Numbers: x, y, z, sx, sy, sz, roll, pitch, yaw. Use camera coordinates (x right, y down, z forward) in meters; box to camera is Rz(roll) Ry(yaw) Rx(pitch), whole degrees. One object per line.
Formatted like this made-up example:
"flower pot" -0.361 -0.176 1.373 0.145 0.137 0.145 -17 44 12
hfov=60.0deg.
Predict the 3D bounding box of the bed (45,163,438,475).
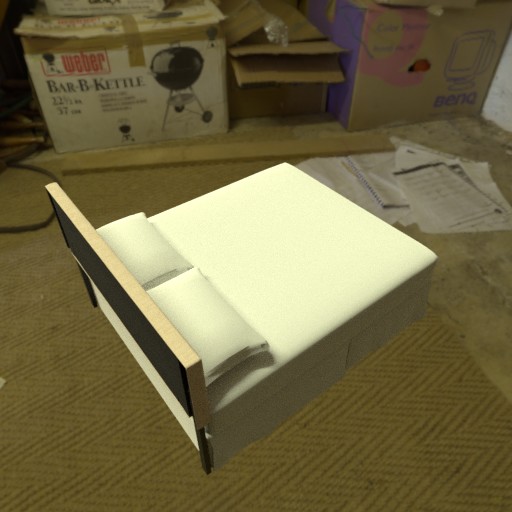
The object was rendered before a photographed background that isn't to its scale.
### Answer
"bed" 0.000 0.000 2.867 1.876 1.016 1.616 -27 49 -27
